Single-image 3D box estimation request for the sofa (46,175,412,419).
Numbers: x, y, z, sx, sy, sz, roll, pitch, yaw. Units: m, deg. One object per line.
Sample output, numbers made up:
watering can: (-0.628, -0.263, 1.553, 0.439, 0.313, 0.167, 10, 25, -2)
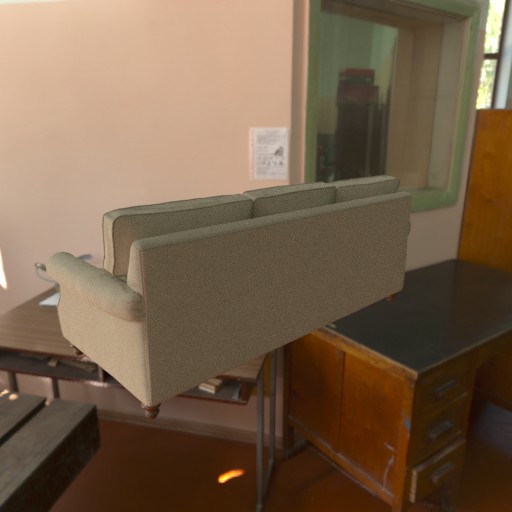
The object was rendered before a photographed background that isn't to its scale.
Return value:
sofa: (0.000, 0.000, 2.834, 2.354, 0.948, 0.966, -15, 21, -41)
